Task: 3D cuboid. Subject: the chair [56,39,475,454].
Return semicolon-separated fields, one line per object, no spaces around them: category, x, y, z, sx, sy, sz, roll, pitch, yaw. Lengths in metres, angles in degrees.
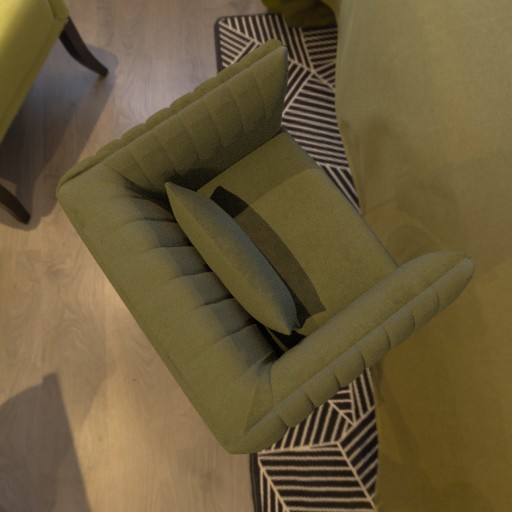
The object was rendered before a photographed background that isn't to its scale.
chair;0.000;0.000;1.618;0.877;0.794;1.032;-36;79;-8
